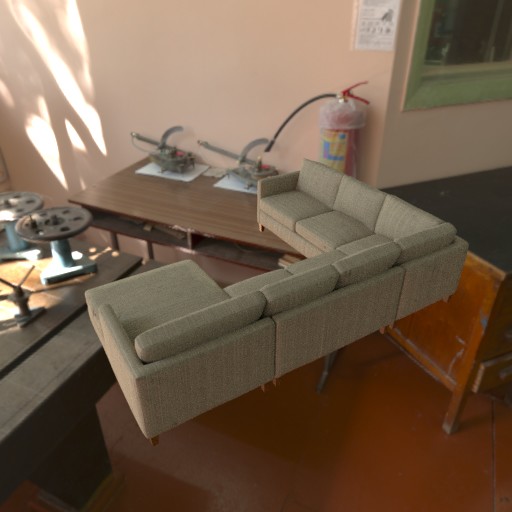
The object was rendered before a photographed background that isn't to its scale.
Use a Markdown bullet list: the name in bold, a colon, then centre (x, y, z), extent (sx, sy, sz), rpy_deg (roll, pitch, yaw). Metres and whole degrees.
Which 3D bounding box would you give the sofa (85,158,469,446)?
- **sofa**: centre (0.000, 0.000, 4.686), extent (3.460, 0.961, 2.594), rpy_deg (-18, 35, -27)
